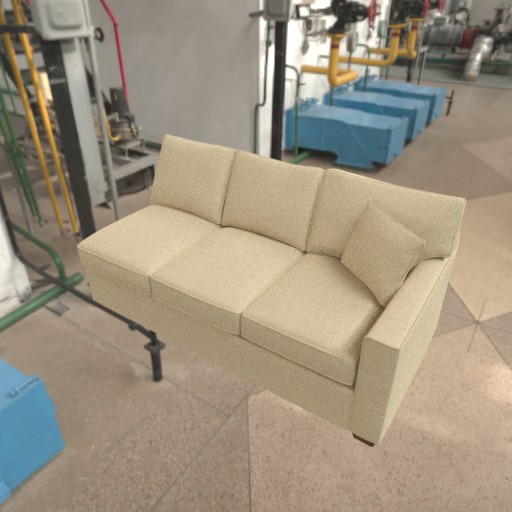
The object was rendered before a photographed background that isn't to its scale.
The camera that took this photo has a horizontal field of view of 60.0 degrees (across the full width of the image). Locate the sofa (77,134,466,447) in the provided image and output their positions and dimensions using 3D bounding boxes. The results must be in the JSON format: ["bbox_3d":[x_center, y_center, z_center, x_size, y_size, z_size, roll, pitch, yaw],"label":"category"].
[{"bbox_3d":[0.000,0.000,2.550,1.963,0.946,1.034,19,36,28],"label":"sofa"}]
